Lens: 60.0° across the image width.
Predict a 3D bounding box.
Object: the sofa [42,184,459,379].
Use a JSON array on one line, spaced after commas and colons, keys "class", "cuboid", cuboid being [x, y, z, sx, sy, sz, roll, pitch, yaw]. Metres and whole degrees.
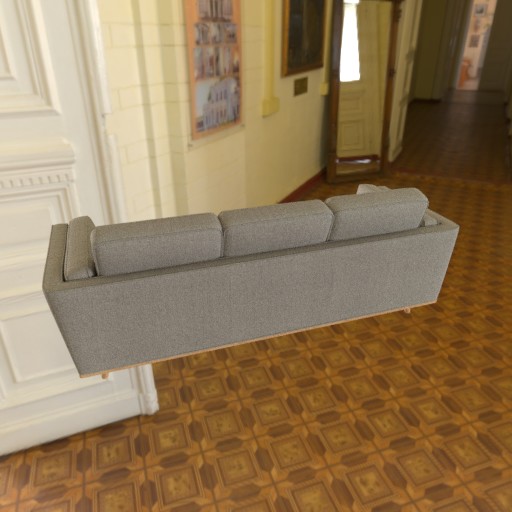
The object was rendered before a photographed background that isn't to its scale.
[{"class": "sofa", "cuboid": [0.000, 0.000, 2.805, 2.362, 0.899, 0.903, -9, 28, -17]}]
